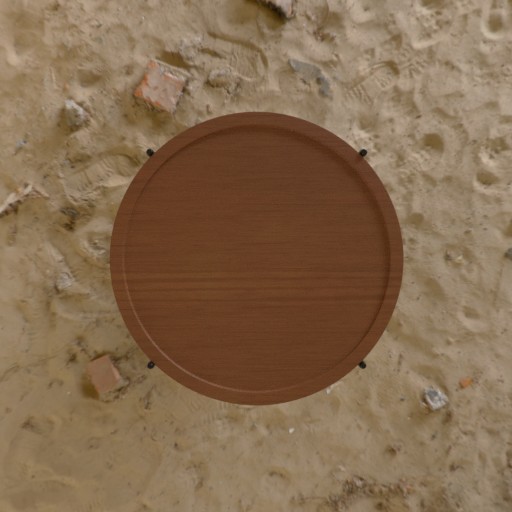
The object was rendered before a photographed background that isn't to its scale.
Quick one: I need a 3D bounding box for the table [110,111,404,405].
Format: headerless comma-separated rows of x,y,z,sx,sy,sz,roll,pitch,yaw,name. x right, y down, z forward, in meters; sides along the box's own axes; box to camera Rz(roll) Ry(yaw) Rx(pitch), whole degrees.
0.000,0.000,0.889,0.400,0.623,0.400,0,91,0,table
